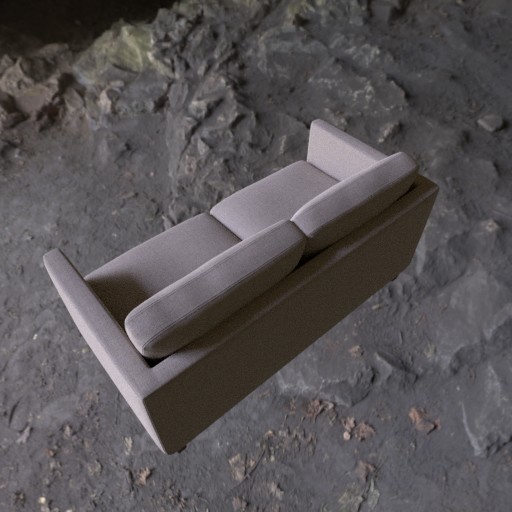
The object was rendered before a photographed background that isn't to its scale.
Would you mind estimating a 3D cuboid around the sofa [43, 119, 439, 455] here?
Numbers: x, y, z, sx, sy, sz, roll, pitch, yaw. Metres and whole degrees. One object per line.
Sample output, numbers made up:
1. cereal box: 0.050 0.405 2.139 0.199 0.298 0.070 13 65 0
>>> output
1. sofa: 0.000 0.000 2.438 1.884 0.947 0.951 -32 56 -26
